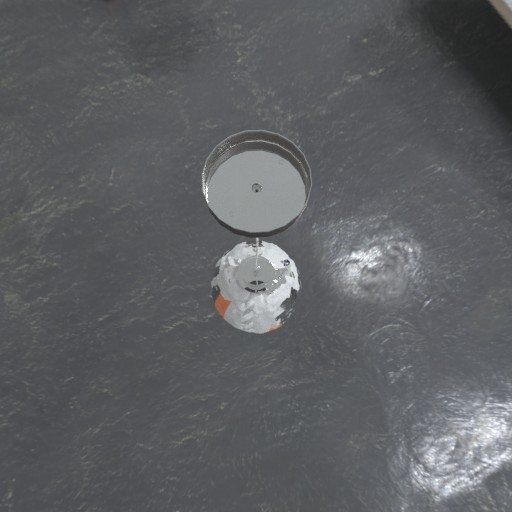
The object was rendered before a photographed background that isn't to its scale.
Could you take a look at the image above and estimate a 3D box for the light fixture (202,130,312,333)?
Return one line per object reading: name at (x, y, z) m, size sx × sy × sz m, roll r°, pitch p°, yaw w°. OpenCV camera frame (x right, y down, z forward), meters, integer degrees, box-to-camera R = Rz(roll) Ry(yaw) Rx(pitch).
light fixture at (0.000, 0.000, 1.746) m, size 0.500 × 1.511 × 0.496 m, roll 41°, pitch 80°, yaw 9°
